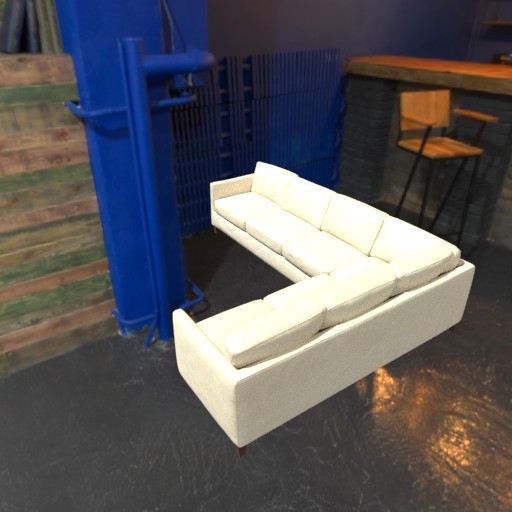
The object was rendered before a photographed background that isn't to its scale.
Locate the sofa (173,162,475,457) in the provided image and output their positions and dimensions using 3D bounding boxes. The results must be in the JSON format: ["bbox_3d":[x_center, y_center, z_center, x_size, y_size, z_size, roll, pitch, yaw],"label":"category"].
[{"bbox_3d":[0.000,0.000,4.622,2.593,0.947,3.302,-18,34,-29],"label":"sofa"}]
